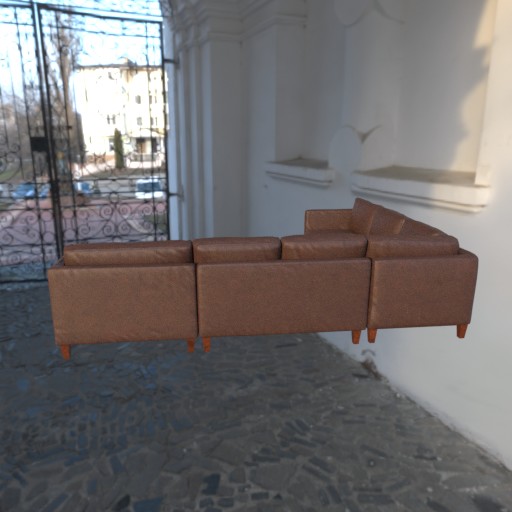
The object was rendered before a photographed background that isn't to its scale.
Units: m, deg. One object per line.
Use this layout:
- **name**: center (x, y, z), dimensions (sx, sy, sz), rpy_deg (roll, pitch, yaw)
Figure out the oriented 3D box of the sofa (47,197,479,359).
- **sofa**: center (0.000, 0.000, 4.744), dimensions (3.460, 0.923, 2.593), rpy_deg (-2, 15, -6)
